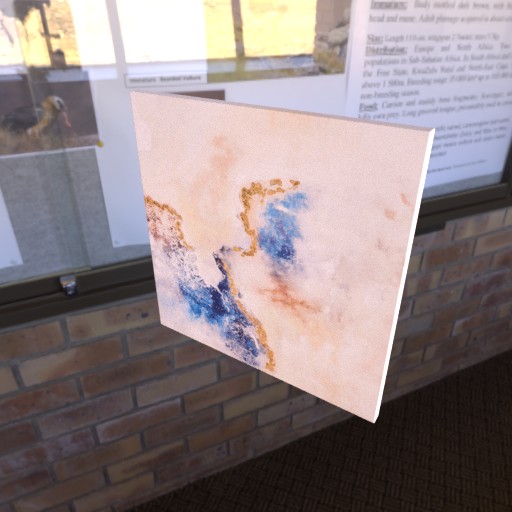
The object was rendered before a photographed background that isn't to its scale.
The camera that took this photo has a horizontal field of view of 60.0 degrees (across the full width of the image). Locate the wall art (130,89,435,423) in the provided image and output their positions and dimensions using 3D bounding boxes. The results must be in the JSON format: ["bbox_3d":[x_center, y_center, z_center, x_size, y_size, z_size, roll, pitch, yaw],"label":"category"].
[{"bbox_3d":[0.000,0.000,1.363,0.889,0.889,0.038,18,34,28],"label":"wall art"}]
